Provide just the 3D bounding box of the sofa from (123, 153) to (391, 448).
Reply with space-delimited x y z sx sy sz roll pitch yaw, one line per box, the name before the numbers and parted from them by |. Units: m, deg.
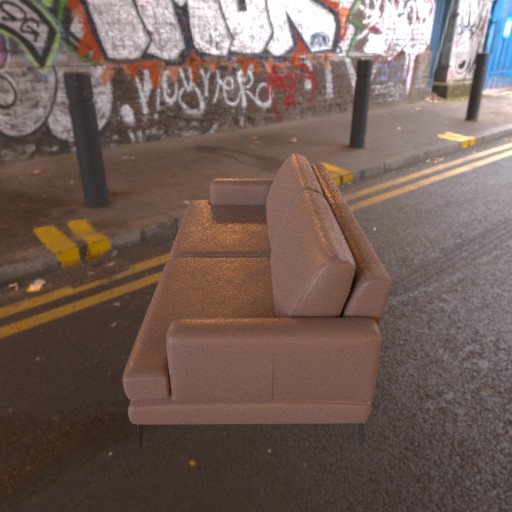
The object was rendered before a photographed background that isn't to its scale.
sofa | 0.000 0.000 2.419 0.974 0.765 1.940 0 26 0
